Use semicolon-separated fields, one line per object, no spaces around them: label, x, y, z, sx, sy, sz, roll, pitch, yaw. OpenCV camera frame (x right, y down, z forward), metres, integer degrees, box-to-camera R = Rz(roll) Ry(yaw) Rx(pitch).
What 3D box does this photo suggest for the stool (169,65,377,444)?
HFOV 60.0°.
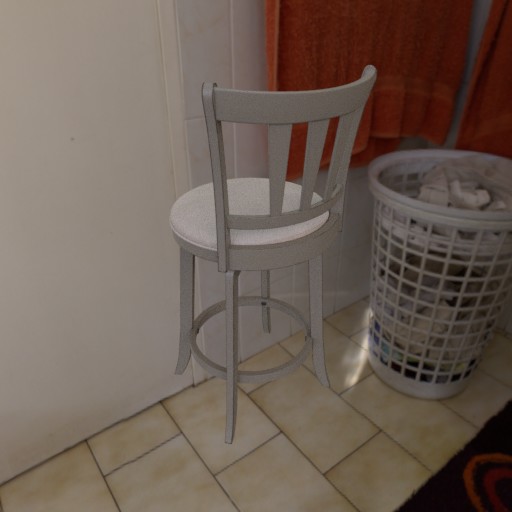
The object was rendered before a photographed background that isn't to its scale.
stool;0.000;0.000;1.249;0.450;0.994;0.486;-19;35;-30
